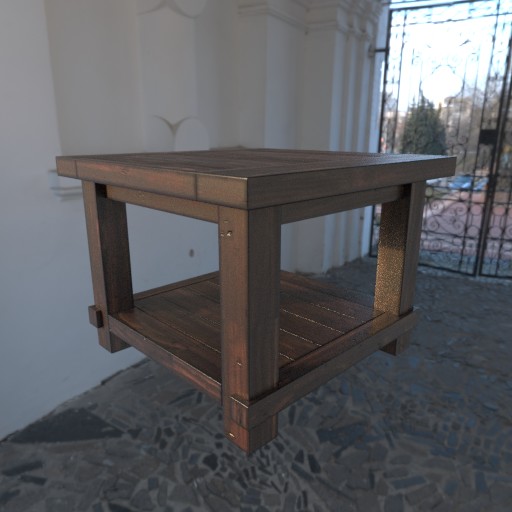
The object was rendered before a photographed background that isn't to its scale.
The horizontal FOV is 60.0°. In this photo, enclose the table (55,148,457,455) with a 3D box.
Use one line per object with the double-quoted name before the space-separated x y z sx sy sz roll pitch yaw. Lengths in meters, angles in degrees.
"table" 0.000 0.000 0.993 0.606 0.437 0.593 -15 22 -42
